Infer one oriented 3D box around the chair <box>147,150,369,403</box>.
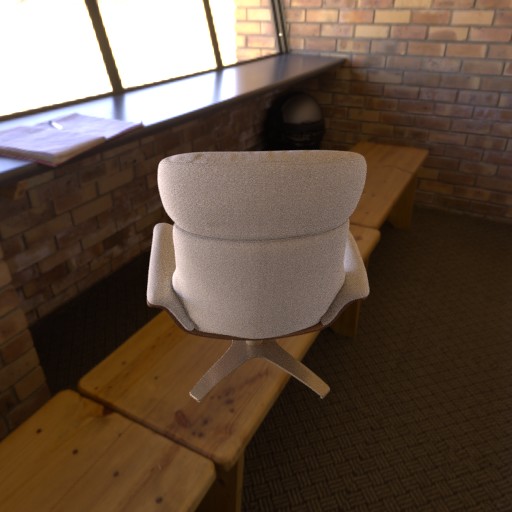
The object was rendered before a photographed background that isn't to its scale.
[{"bbox_3d":[0.000,0.000,1.628,0.785,0.995,0.837,-2,30,-3],"label":"chair"}]
